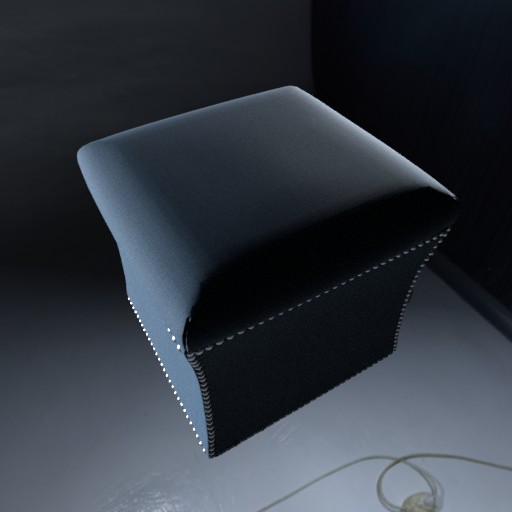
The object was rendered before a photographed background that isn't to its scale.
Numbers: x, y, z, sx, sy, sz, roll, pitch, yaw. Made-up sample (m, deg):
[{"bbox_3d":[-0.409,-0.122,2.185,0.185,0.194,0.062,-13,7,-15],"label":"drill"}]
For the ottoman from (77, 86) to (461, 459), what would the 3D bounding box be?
[{"bbox_3d":[0.000,0.000,0.898,0.507,0.475,0.497,-23,50,-21],"label":"ottoman"}]
